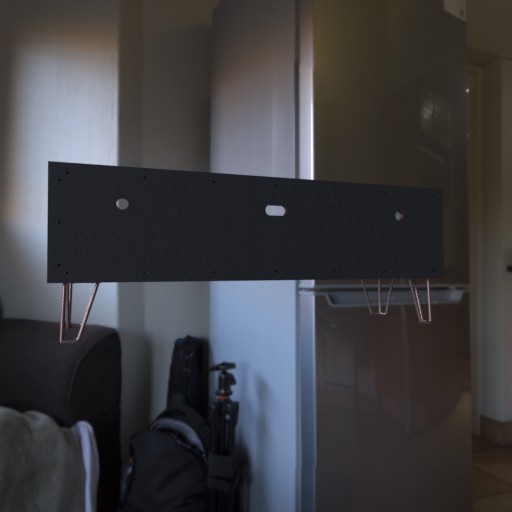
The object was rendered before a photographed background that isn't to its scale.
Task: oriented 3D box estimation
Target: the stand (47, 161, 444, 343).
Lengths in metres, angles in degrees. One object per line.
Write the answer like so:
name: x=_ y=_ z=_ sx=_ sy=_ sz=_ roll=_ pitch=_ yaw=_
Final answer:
stand: x=0.000 y=0.000 z=1.955 sx=1.626 sy=0.610 sz=0.481 roll=0 pitch=-1 yaw=-19
